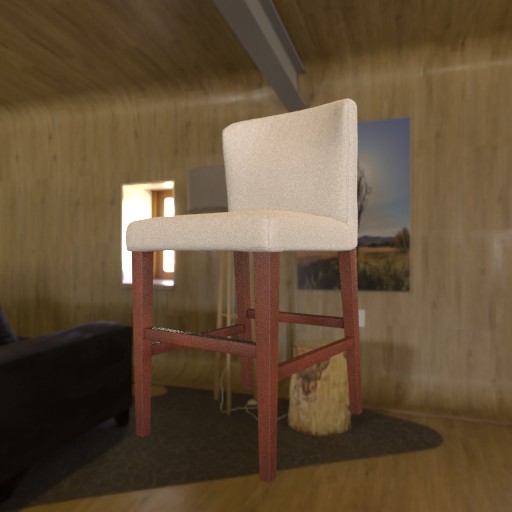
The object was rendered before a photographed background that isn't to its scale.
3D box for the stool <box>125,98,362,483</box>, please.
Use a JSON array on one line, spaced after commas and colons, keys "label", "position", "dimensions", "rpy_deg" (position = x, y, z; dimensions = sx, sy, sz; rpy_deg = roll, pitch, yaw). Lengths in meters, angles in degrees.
[{"label": "stool", "position": [0.000, 0.000, 1.279], "dimensions": [0.479, 0.968, 0.568], "rpy_deg": [0, 1, 35]}]
